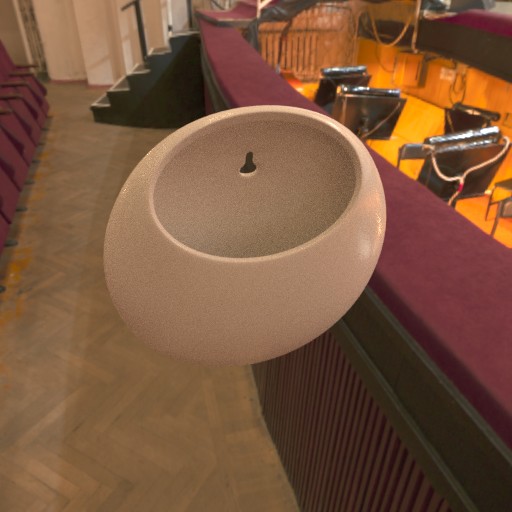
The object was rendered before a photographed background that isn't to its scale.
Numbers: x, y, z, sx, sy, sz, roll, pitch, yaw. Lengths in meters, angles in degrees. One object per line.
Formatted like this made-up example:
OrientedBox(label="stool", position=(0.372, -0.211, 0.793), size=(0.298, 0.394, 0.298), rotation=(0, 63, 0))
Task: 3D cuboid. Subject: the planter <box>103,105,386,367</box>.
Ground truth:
OrientedBox(label="planter", position=(0.000, 0.000, 0.284), size=(0.185, 0.188, 0.043), rotation=(-9, 34, -14))
